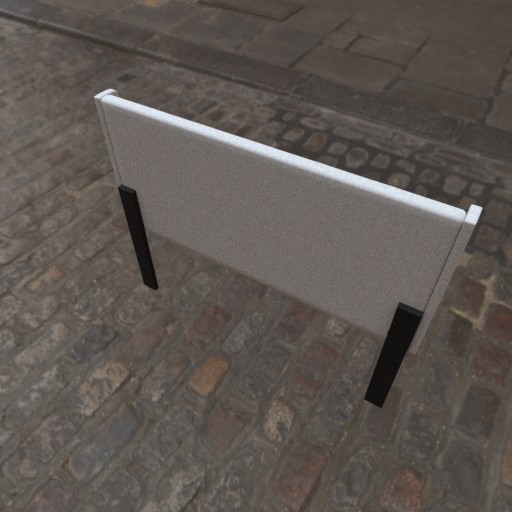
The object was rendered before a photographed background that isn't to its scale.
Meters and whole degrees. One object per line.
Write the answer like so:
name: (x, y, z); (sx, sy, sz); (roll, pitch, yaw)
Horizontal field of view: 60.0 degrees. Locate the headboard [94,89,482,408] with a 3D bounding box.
headboard: (0.000, 0.000, 2.652); (2.051, 1.524, 0.184); (24, 50, 22)
